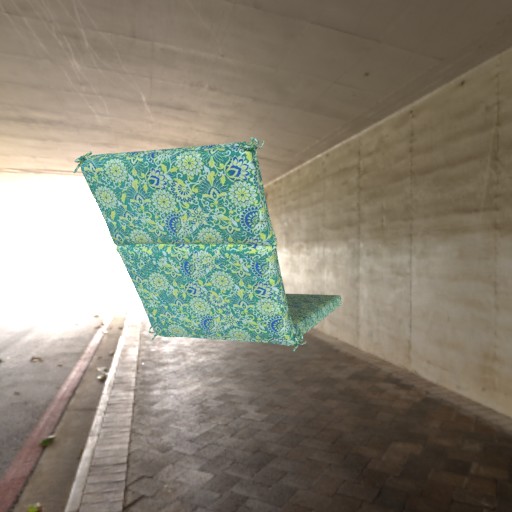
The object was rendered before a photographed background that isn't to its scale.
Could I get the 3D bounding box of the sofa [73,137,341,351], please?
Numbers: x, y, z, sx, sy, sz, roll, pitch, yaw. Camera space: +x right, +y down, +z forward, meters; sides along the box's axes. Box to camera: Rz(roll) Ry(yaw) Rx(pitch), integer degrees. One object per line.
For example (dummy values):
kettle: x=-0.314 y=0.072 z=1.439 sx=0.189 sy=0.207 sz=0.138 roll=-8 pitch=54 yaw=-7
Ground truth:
sofa: x=0.000 y=0.000 z=1.934 sx=0.582 sy=0.622 sz=1.663 roll=0 pitch=0 yaw=19
